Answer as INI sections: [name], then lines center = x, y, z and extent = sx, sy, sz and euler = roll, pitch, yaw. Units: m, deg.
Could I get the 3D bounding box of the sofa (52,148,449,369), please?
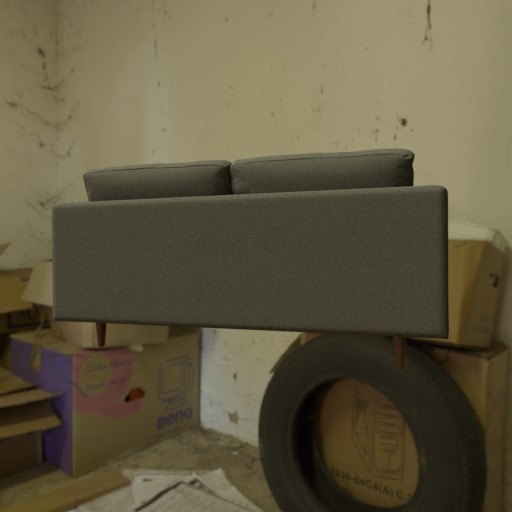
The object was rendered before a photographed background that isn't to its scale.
[sofa]
center = 0.000, 0.000, 2.245
extent = 1.713, 0.866, 0.940
euler = 0, 1, 17
